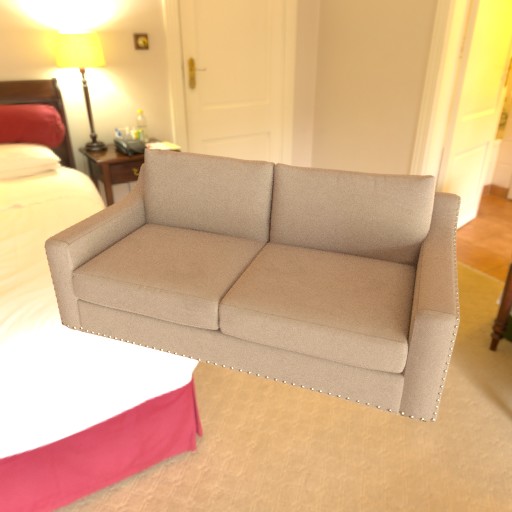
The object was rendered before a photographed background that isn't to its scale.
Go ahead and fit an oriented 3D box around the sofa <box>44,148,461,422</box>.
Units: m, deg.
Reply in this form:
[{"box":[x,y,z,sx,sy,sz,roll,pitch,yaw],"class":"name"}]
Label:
[{"box":[0.000,0.000,2.392,1.967,0.901,1.030,10,28,18],"class":"sofa"}]
